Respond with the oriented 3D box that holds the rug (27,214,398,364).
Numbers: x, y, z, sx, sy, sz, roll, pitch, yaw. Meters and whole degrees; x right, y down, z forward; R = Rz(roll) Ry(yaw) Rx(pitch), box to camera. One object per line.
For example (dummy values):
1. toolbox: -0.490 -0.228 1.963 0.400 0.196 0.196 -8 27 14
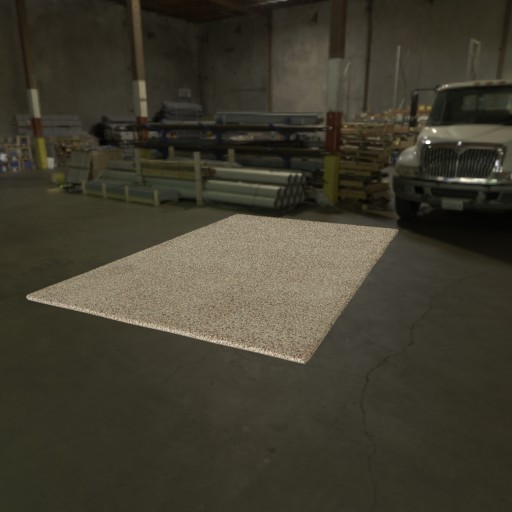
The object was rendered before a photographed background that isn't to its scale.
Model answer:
1. rug: 0.000 0.000 3.487 1.778 0.030 2.743 8 18 24
